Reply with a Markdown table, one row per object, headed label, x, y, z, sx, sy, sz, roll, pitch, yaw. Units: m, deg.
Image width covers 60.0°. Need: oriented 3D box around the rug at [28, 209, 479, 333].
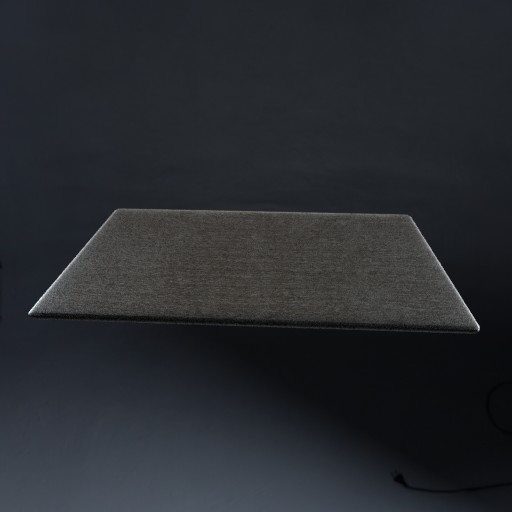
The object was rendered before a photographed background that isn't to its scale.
| label | x | y | z | sx | sy | sz | roll | pitch | yaw |
| --- | --- | --- | --- | --- | --- | --- | --- | --- | --- |
| rug | 0.000 | 0.000 | 3.061 | 2.469 | 0.024 | 1.539 | 1 | 29 | 3 |
